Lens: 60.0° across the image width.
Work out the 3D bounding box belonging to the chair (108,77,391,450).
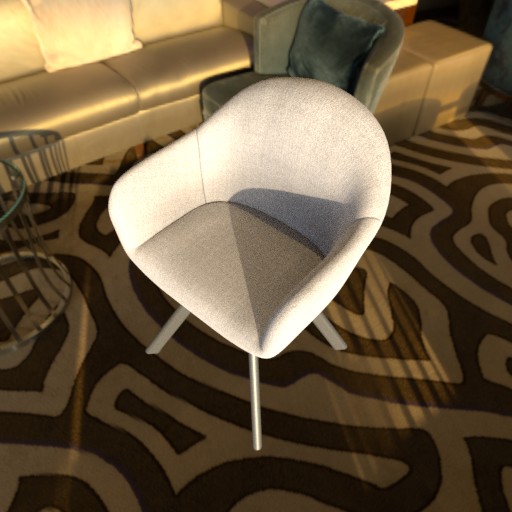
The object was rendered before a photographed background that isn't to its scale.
[{"bbox_3d":[0.000,0.000,1.199,0.590,0.795,0.550,32,54,27],"label":"chair"}]
